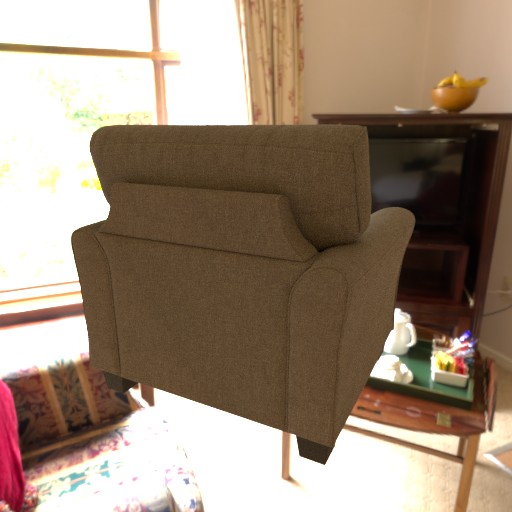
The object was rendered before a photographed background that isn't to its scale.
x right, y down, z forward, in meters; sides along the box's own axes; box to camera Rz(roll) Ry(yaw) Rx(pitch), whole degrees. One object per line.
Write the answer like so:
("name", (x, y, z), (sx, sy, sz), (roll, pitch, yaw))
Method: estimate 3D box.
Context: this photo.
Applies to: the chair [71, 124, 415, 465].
("chair", (0.000, 0.000, 1.565), (0.941, 0.890, 0.816), (8, 18, 26))
